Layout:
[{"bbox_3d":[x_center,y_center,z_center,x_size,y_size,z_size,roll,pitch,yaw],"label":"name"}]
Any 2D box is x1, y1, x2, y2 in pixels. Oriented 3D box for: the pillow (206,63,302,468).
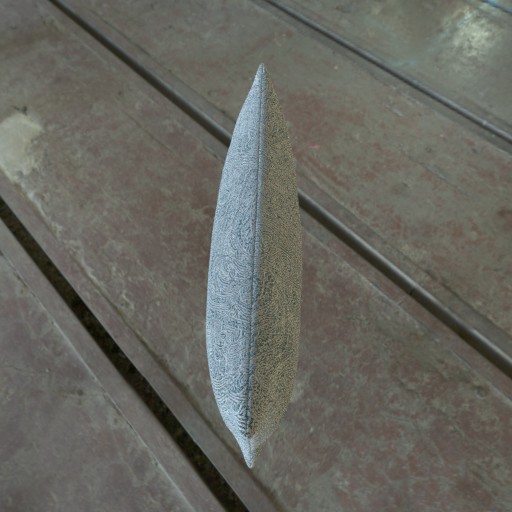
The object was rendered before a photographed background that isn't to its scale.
[{"bbox_3d":[0.000,0.000,0.733,0.151,0.295,0.615,2,58,1],"label":"pillow"}]
